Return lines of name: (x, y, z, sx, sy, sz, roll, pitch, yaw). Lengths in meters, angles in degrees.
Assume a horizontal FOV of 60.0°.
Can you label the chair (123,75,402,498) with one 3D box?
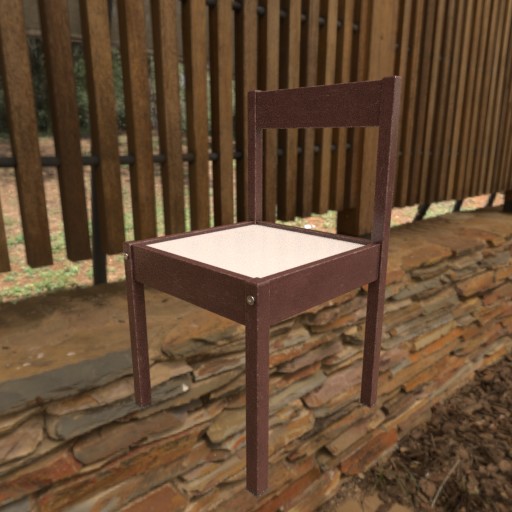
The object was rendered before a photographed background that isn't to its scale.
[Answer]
chair: (0.000, 0.000, 0.668, 0.285, 0.505, 0.285, 14, 21, 43)
